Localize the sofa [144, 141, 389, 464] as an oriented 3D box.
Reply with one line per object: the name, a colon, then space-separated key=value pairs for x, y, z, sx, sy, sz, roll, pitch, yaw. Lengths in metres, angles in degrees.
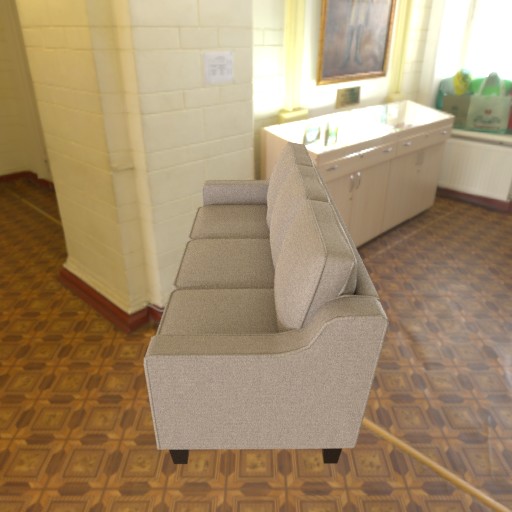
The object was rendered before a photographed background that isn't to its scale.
sofa: x=0.000 y=0.000 z=2.578 sx=0.899 sy=0.950 sz=2.129 roll=0 pitch=27 yaw=0
